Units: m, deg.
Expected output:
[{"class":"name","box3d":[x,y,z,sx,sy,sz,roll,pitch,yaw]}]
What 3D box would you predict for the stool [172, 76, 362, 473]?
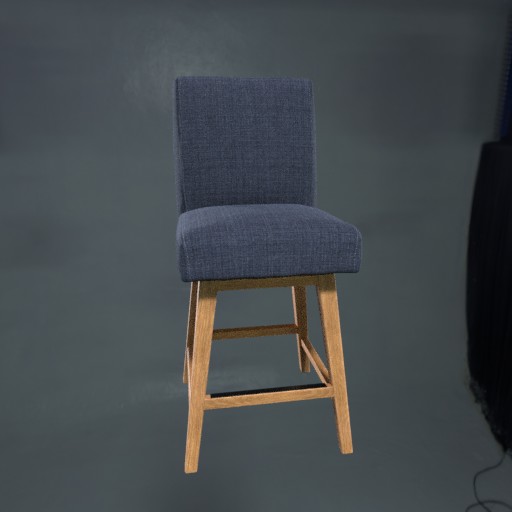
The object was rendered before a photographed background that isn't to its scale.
[{"class":"stool","box3d":[0.000,0.000,1.285,0.459,1.010,0.526,-3,17,-9]}]
